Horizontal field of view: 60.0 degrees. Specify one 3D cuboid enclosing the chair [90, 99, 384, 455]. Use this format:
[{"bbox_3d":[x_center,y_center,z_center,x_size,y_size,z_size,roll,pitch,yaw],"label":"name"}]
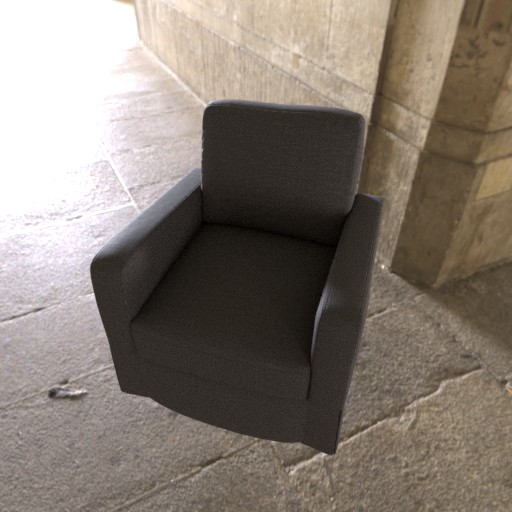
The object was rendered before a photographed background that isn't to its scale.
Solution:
[{"bbox_3d":[0.000,0.000,1.543,0.798,0.855,0.863,12,41,13],"label":"chair"}]
